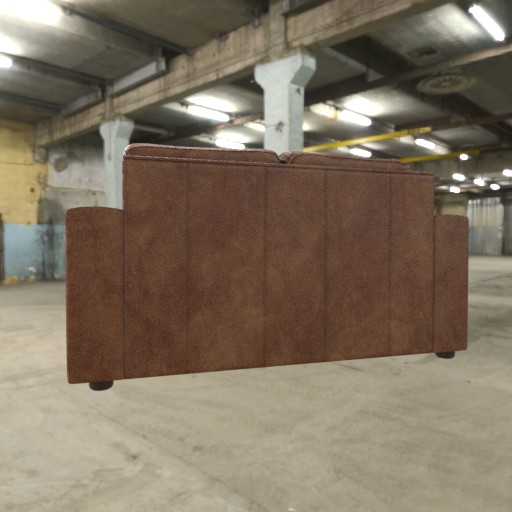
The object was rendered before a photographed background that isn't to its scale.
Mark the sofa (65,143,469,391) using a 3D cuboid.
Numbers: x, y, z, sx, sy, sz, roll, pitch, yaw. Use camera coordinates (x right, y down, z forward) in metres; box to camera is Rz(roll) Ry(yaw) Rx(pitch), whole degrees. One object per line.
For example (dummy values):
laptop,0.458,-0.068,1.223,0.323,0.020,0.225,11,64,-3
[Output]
sofa,0.000,0.000,2.168,1.626,0.889,1.041,-1,2,-17
